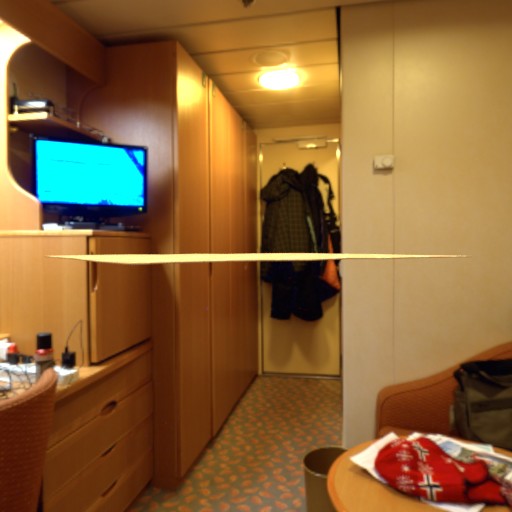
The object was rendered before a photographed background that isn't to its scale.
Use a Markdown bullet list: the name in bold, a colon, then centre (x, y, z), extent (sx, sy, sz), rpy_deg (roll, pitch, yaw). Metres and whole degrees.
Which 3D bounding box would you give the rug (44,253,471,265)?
- **rug**: centre (0.000, 0.000, 4.278), extent (3.365, 0.020, 2.452), rpy_deg (-1, 1, -35)
